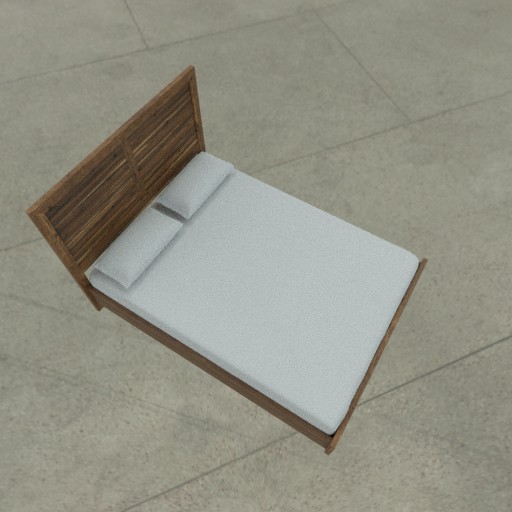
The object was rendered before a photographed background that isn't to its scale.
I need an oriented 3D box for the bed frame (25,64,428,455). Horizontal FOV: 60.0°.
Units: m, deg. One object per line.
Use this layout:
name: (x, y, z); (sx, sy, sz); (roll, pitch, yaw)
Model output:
bed frame: (0.000, 0.000, 3.371); (2.276, 1.417, 1.696); (28, 62, 16)
